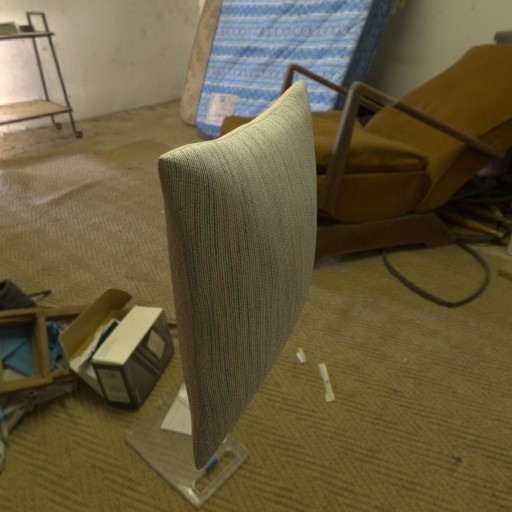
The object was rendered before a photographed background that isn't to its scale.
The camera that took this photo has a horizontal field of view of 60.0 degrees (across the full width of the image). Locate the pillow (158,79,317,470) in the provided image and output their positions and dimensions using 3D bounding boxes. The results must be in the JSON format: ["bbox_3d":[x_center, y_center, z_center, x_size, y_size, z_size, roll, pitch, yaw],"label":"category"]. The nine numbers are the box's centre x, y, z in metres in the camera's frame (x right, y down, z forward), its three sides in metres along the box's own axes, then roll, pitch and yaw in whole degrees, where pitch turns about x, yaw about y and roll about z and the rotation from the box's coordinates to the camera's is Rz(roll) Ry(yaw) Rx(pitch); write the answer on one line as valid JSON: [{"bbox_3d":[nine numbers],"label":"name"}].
[{"bbox_3d":[0.000,0.000,0.772,0.178,0.506,0.512,12,33,19],"label":"pillow"}]
